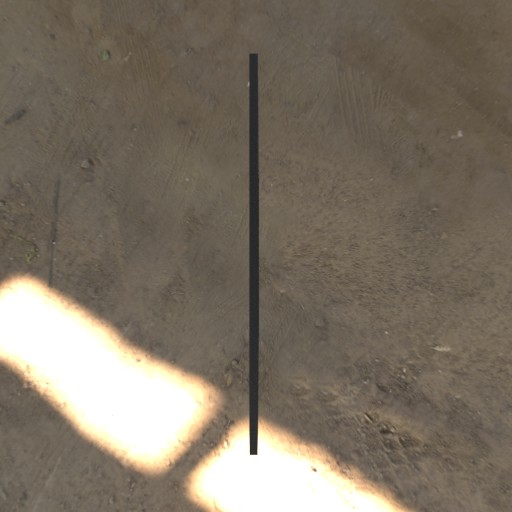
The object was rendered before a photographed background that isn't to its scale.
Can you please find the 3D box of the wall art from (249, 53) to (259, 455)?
[{"bbox_3d":[0.000,0.000,0.682,0.008,0.530,0.379,0,90,0],"label":"wall art"}]
